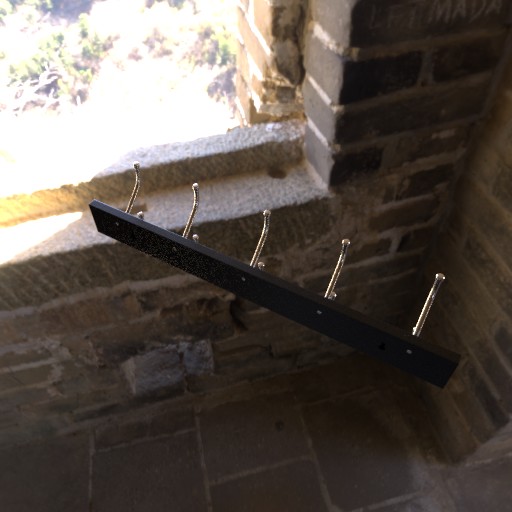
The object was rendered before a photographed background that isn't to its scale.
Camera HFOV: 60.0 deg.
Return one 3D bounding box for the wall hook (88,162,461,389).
[{"bbox_3d":[0.000,0.000,0.625,0.571,0.117,0.071,22,50,20],"label":"wall hook"}]
